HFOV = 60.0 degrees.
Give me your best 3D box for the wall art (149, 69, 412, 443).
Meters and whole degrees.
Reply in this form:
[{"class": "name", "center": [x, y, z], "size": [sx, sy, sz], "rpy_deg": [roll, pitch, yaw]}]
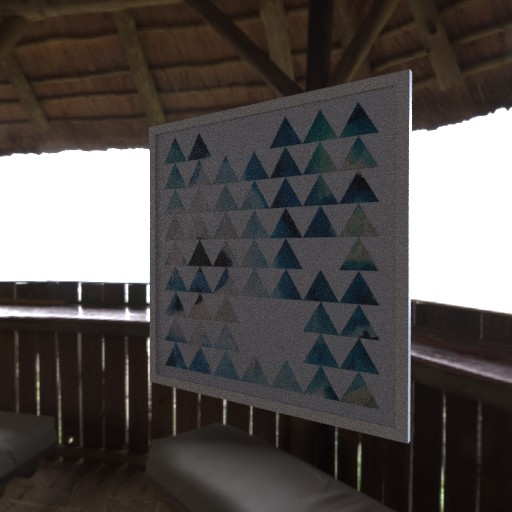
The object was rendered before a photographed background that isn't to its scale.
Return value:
[{"class": "wall art", "center": [0.000, 0.000, 0.821], "size": [0.557, 0.557, 0.012], "rpy_deg": [1, 1, 34]}]
